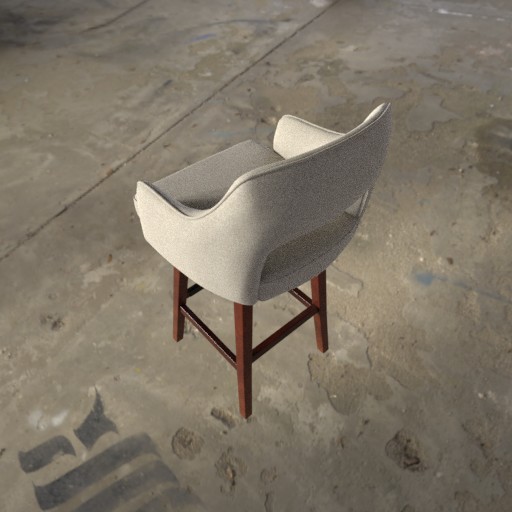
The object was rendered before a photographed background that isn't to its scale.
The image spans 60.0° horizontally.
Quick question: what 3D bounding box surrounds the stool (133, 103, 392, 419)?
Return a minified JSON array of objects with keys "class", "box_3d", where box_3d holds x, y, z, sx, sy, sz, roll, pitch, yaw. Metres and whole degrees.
[{"class":"stool","box_3d":[0.000,0.000,1.345,0.550,1.041,0.560,-32,54,-28]}]
